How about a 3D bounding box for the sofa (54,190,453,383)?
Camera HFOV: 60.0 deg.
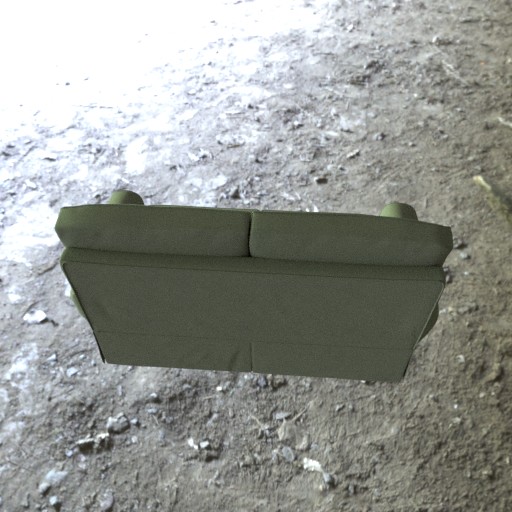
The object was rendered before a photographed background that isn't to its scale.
[{"bbox_3d":[0.000,0.000,2.385,1.823,1.024,0.841,3,45,3],"label":"sofa"}]
